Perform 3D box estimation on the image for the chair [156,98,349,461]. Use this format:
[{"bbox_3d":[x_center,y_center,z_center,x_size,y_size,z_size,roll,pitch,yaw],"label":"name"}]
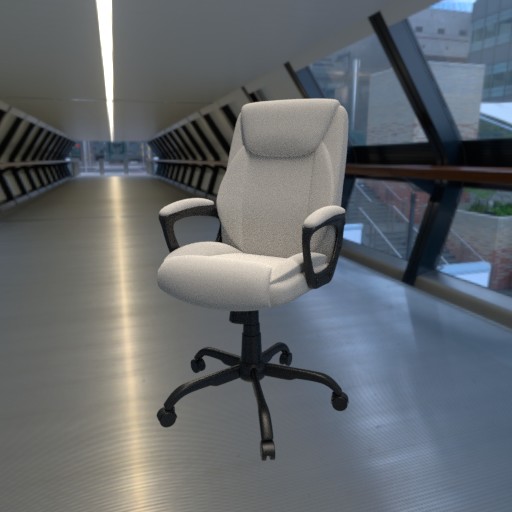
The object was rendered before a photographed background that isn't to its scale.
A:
[{"bbox_3d":[0.000,0.000,1.515,0.663,1.065,0.669,7,15,26],"label":"chair"}]
